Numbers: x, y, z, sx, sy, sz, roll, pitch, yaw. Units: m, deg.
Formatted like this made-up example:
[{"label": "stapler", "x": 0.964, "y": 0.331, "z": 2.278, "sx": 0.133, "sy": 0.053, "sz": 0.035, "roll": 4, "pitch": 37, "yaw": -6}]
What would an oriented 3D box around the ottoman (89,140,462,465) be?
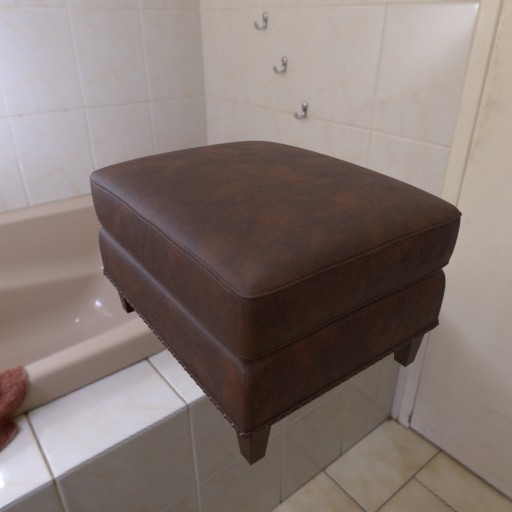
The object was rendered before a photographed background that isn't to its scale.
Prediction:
[{"label": "ottoman", "x": 0.000, "y": 0.000, "z": 1.129, "sx": 0.586, "sy": 0.486, "sz": 0.742, "roll": -19, "pitch": 33, "yaw": -31}]
